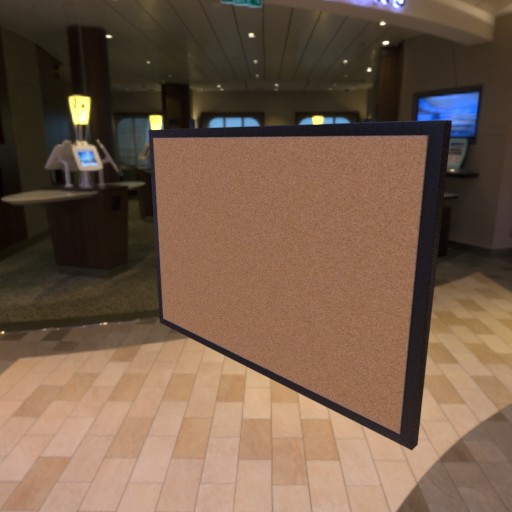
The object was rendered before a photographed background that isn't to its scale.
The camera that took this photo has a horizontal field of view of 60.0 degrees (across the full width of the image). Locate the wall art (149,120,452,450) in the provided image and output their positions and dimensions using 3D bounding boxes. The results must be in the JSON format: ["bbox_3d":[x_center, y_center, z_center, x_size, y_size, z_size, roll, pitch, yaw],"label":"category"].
[{"bbox_3d":[0.000,0.000,0.546,0.013,0.306,0.440,-14,20,-43],"label":"wall art"}]
